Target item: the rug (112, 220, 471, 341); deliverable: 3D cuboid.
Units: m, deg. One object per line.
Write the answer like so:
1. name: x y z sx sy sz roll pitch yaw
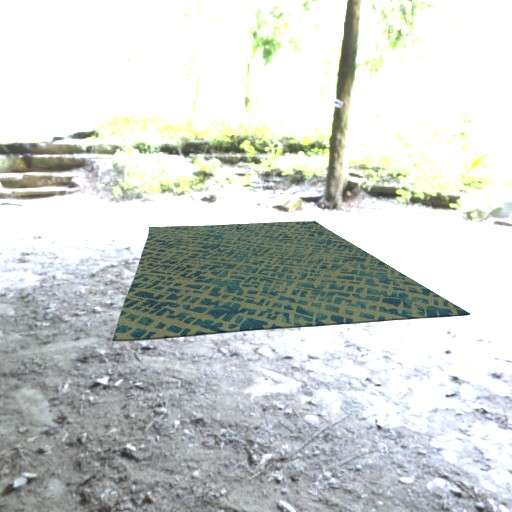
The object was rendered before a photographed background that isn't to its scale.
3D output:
1. rug: 0.000 0.000 2.320 1.209 0.011 1.830 -3 15 -10
